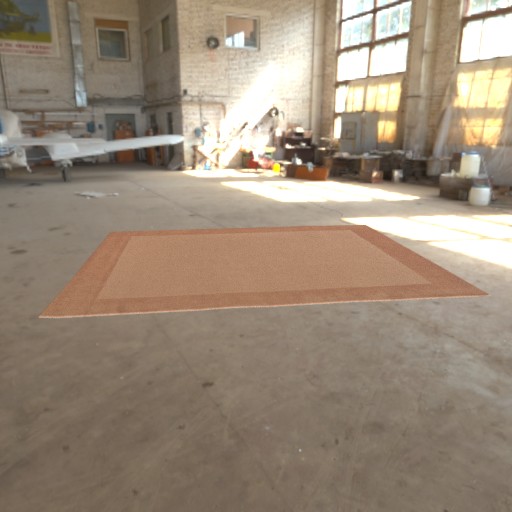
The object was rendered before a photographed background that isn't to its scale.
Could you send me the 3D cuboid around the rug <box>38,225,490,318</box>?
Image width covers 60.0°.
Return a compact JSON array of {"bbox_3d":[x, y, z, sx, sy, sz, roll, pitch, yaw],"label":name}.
[{"bbox_3d":[0.000,0.000,4.115,3.057,0.021,2.431,-2,16,-7],"label":"rug"}]
